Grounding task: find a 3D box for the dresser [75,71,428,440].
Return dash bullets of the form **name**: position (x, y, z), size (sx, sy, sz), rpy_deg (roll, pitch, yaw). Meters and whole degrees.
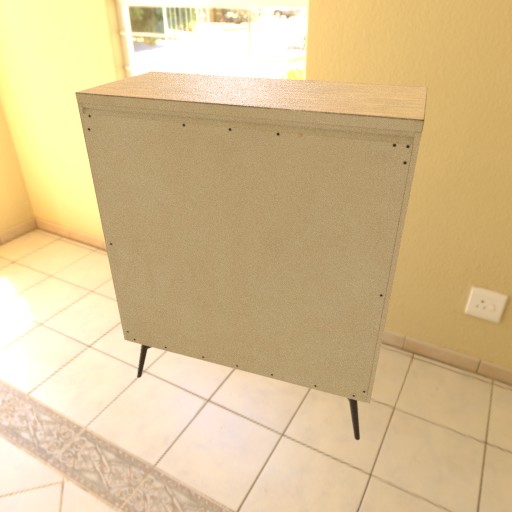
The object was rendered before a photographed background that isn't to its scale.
- **dresser**: position (0.000, 0.000, 1.705), size (1.016, 1.219, 0.457), rpy_deg (10, 32, 16)
